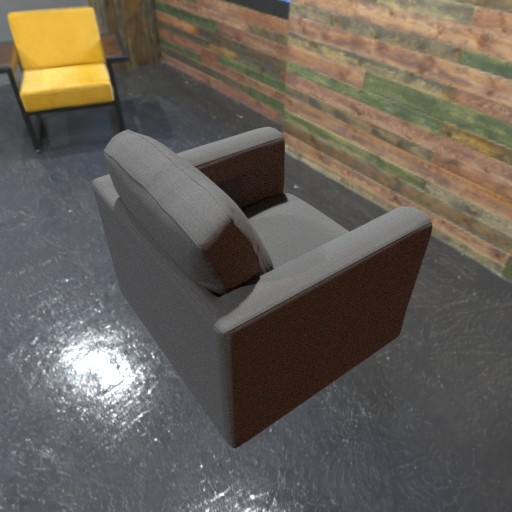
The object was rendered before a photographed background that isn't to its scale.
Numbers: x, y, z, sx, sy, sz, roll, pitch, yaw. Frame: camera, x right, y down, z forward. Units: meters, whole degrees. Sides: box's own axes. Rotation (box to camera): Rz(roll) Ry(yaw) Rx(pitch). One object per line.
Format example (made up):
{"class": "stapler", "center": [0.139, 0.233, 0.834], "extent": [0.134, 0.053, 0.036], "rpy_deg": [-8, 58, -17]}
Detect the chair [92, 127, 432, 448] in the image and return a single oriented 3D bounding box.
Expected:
{"class": "chair", "center": [0.000, 0.000, 1.580], "extent": [0.800, 0.927, 0.854], "rpy_deg": [-25, 47, -27]}
